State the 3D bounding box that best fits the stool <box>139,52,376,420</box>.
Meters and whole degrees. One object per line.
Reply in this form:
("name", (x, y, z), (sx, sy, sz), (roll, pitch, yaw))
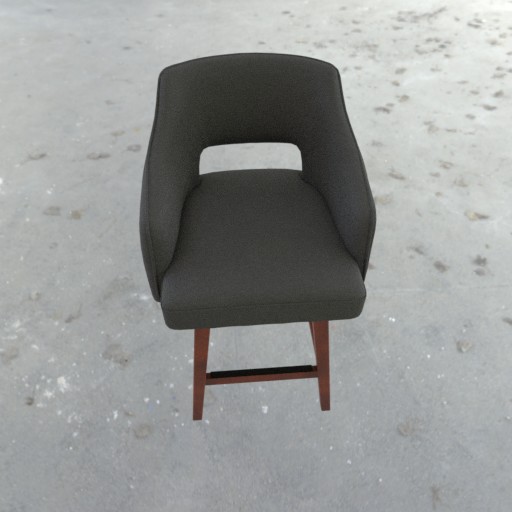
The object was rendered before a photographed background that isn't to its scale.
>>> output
("stool", (0.000, 0.000, 1.242), (0.548, 0.912, 0.558), (-3, 45, -3))
